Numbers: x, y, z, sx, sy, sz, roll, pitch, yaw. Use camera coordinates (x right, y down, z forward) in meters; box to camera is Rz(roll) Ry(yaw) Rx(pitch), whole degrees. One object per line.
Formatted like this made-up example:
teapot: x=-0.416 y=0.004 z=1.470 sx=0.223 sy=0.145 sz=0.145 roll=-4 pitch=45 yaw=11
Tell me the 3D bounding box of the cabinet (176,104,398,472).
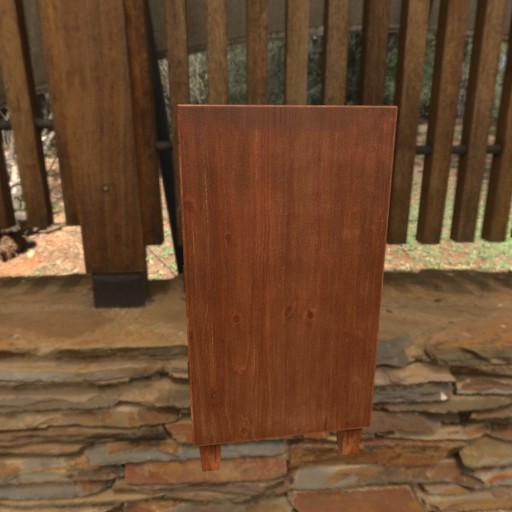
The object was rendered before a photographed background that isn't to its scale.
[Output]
cabinet: x=0.000 y=0.000 z=1.272 sx=0.412 sy=0.785 sz=0.796 roll=-3 pitch=16 yaw=-9
